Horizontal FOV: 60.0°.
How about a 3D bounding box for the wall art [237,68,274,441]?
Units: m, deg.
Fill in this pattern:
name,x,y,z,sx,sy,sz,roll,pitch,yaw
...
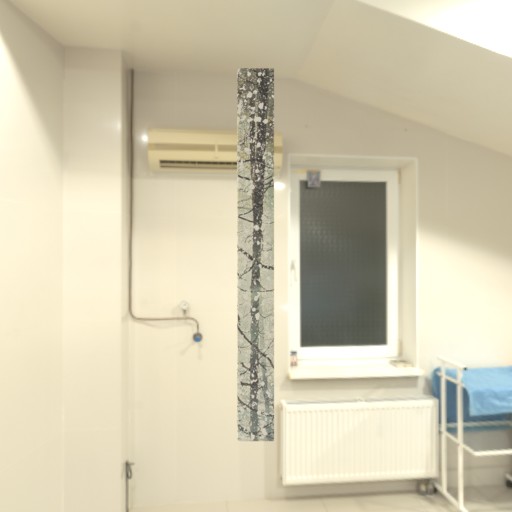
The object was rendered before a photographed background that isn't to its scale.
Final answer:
name,x,y,z,sx,sy,sz,roll,pitch,yaw
wall art,0.000,0.000,0.780,0.042,0.398,0.618,0,0,0
